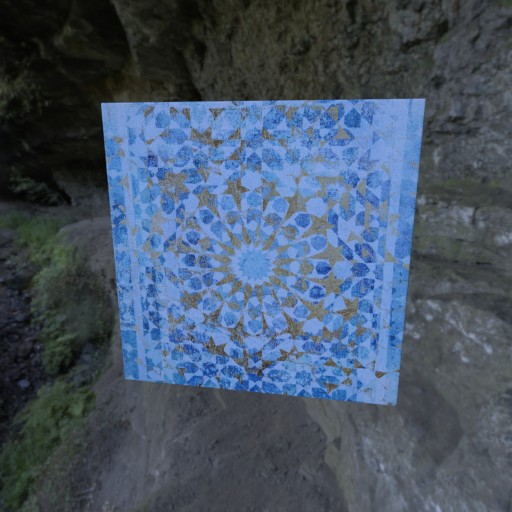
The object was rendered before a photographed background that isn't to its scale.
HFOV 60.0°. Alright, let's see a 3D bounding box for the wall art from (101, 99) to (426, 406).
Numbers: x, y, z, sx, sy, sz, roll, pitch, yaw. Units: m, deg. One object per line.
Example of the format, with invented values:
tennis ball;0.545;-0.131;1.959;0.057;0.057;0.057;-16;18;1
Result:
wall art;0.000;0.000;0.616;0.405;0.405;0.037;3;15;10
